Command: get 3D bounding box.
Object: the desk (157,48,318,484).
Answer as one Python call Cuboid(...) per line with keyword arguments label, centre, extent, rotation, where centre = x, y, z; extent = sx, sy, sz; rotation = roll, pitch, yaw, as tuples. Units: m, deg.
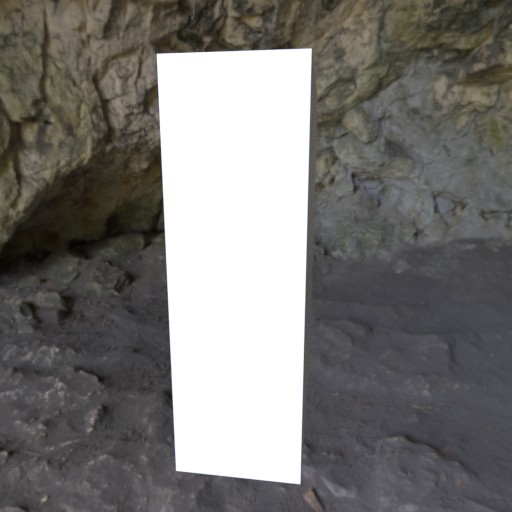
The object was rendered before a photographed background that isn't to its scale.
Cuboid(label="desk", centre=(0.000, 0.000, 1.596), extent=(0.390, 1.190, 0.850), rotation=(2, 13, 8))
